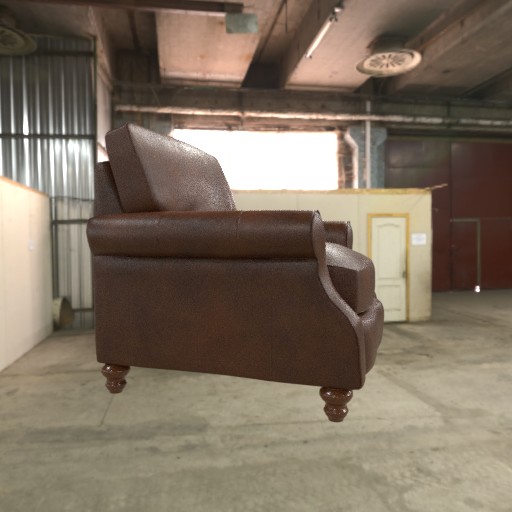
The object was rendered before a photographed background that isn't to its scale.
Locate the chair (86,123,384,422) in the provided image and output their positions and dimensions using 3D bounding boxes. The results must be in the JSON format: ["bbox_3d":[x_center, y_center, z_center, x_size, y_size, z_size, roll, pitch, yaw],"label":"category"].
[{"bbox_3d":[0.000,0.000,1.805,0.992,0.972,0.989,1,2,18],"label":"chair"}]
